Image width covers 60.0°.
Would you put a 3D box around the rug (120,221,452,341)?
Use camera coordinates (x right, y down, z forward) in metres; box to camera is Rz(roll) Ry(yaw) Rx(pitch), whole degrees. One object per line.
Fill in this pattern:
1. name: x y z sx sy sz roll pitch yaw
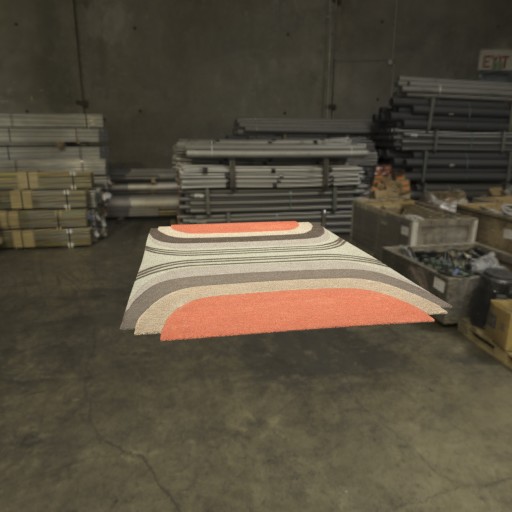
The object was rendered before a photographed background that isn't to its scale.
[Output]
1. rug: 0.000 0.000 3.009 1.530 0.017 2.446 -2 15 -9
